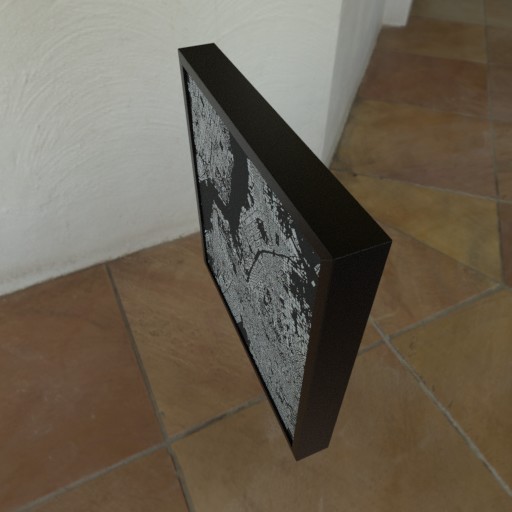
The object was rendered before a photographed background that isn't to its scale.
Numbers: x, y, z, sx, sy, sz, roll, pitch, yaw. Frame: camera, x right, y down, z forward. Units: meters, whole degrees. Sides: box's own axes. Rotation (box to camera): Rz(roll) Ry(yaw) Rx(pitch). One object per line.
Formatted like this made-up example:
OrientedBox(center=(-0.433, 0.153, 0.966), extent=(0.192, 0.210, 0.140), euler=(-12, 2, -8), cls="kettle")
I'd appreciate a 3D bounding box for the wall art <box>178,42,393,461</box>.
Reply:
OrientedBox(center=(0.000, 0.000, 0.440), extent=(0.037, 0.299, 0.299), euler=(-17, 49, -15), cls="wall art")
